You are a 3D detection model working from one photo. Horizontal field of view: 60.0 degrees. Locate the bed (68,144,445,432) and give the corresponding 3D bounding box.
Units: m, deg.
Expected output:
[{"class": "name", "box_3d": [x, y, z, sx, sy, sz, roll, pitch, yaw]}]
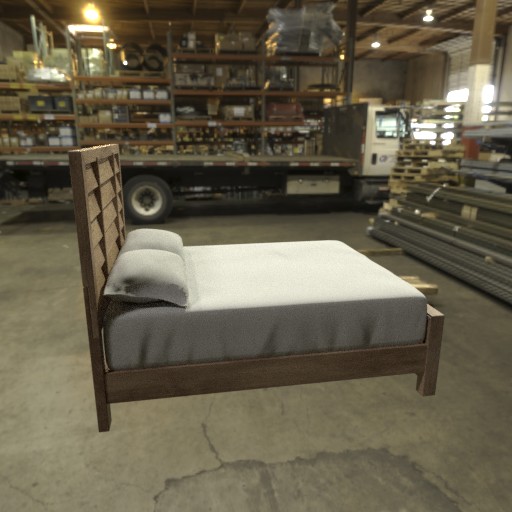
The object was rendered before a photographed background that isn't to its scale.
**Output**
[{"class": "bed", "box_3d": [0.000, 0.000, 3.372, 2.197, 1.626, 1.626, -3, 16, -10]}]
